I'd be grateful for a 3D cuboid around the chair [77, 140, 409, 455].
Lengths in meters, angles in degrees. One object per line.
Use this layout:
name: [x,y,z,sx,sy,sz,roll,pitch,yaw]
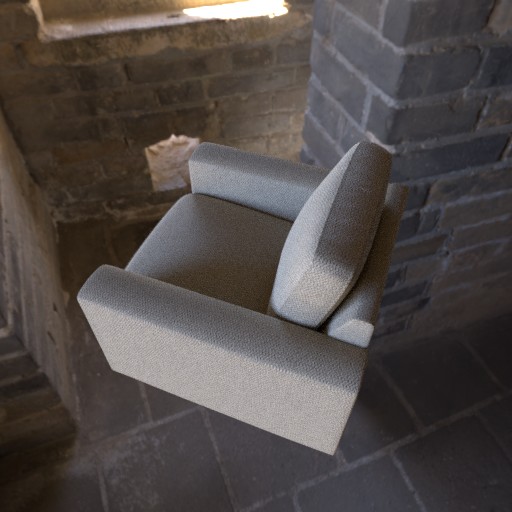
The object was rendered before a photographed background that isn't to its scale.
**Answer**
chair: [0.000,0.000,1.785,1.016,0.873,1.005,16,50,14]
